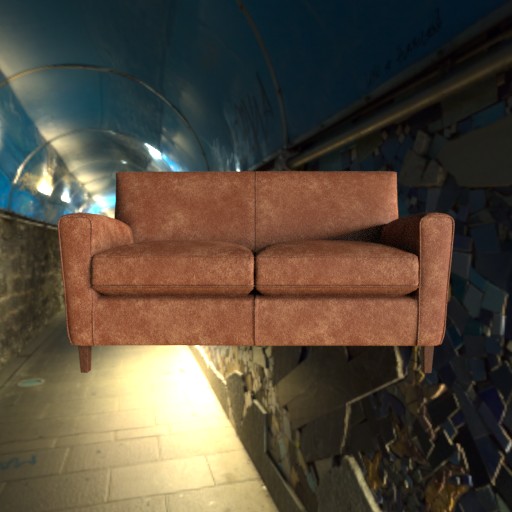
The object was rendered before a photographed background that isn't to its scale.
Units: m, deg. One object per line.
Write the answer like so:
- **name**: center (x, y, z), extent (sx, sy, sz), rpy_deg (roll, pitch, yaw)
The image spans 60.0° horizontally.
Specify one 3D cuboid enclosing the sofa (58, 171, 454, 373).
- **sofa**: center (0.000, 0.000, 1.999), extent (1.473, 0.871, 0.787), rpy_deg (0, 2, 0)
